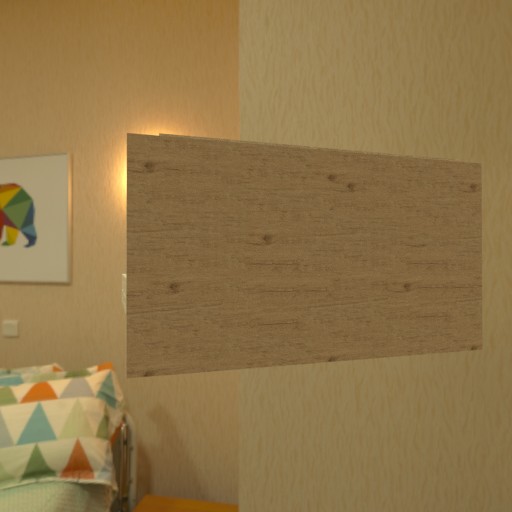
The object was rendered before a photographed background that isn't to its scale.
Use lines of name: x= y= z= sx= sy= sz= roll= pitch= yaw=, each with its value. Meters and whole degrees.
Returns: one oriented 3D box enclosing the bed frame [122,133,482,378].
bed frame: x=0.000 y=0.000 z=2.982 sx=1.750 sy=0.970 sz=2.080 roll=0 pitch=-1 yaw=-18
